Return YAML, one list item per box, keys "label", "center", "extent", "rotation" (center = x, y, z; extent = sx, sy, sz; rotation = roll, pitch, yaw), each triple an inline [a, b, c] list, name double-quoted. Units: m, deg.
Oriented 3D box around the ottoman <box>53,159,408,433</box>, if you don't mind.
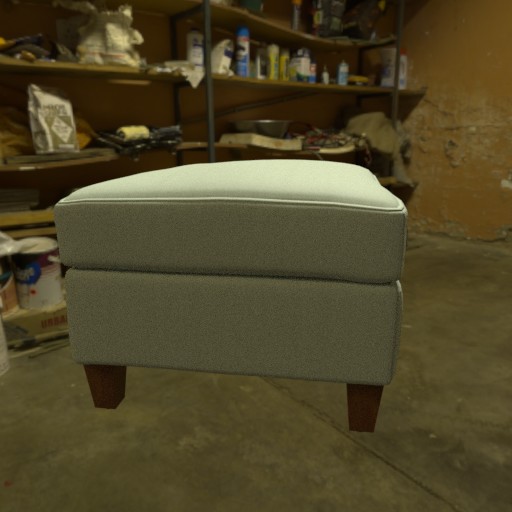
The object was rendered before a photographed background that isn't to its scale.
- label: "ottoman"
  center: [0.000, 0.000, 1.165]
  extent: [0.634, 0.496, 0.818]
  rotation: [2, 15, 8]
